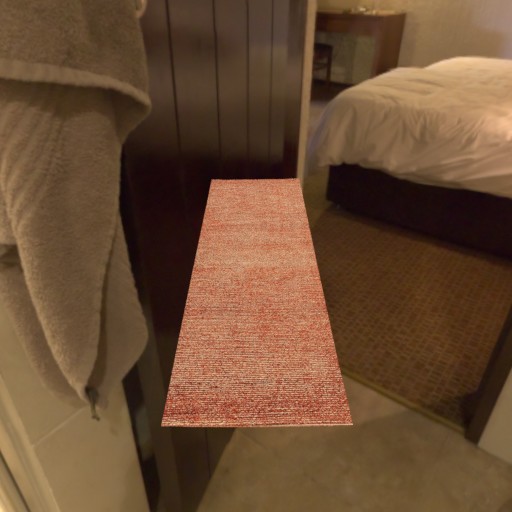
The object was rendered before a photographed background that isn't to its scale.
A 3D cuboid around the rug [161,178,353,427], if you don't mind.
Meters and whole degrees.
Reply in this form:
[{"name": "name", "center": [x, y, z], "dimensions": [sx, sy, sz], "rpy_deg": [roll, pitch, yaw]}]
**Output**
[{"name": "rug", "center": [0.000, 0.000, 2.637], "dimensions": [0.718, 0.013, 2.353], "rpy_deg": [0, 33, 0]}]
